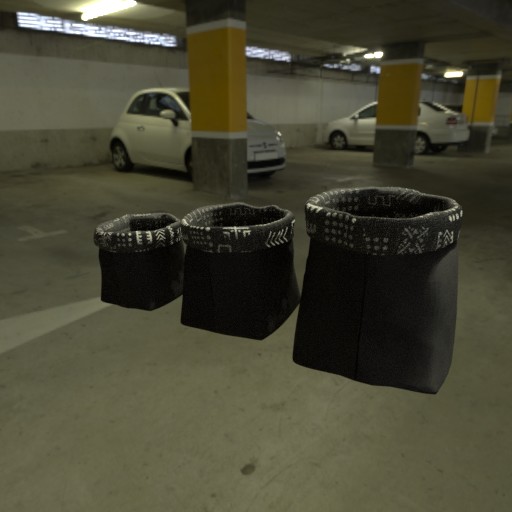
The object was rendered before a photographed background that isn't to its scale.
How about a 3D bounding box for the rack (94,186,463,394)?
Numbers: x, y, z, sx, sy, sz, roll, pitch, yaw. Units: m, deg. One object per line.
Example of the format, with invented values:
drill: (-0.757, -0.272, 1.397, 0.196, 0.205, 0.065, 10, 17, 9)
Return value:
rack: (0.000, 0.000, 1.061, 0.905, 0.323, 0.379, 8, 19, 24)
